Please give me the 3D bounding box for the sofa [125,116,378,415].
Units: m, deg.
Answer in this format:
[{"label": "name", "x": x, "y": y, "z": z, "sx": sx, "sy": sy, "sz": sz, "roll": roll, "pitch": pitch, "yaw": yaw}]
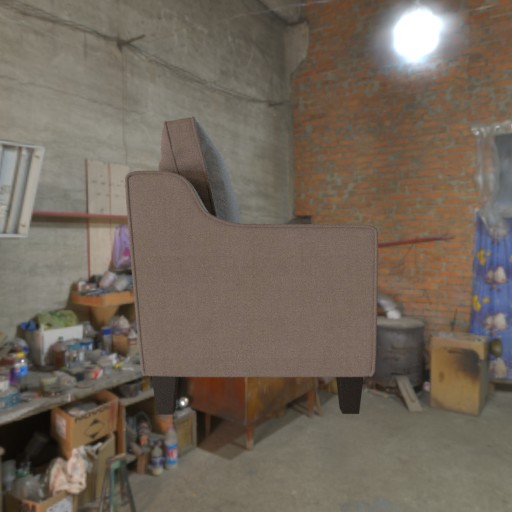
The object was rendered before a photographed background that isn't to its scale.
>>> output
[{"label": "sofa", "x": 0.000, "y": 0.000, "z": 2.055, "sx": 0.791, "sy": 0.948, "sz": 1.500, "roll": 0, "pitch": 1, "yaw": -1}]
